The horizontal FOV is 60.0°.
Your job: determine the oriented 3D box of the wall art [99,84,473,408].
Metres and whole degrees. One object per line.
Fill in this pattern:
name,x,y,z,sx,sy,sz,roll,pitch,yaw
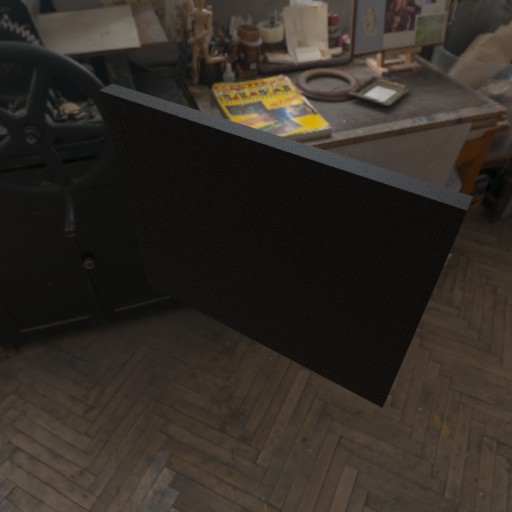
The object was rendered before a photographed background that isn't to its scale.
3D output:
wall art,0.000,0.000,0.754,0.558,0.457,0.029,24,50,22
